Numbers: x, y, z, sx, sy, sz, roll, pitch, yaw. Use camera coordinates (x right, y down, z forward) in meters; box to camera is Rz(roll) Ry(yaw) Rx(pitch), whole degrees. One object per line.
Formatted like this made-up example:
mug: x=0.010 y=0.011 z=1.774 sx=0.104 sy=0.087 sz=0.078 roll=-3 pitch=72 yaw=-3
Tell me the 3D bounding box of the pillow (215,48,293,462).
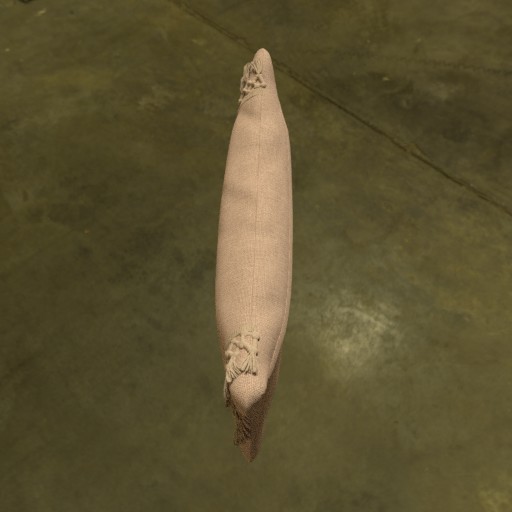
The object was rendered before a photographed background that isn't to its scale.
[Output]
pillow: x=0.000 y=0.000 z=0.582 sx=0.084 sy=0.305 sz=0.466 roll=2 pitch=58 yaw=1
